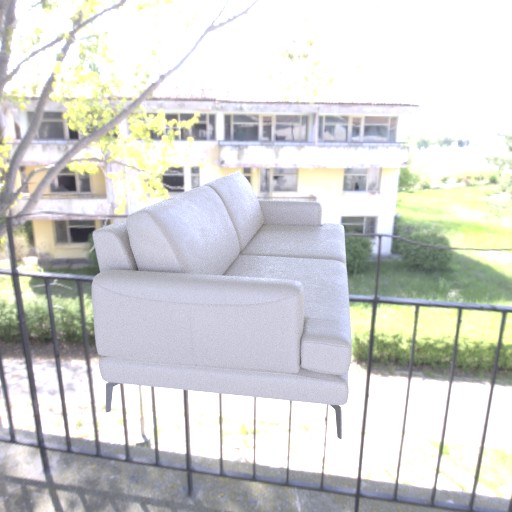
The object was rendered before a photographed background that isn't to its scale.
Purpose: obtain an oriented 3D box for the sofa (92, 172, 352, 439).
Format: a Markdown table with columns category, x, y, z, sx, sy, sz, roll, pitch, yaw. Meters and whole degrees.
| category | x | y | z | sx | sy | sz | roll | pitch | yaw |
| --- | --- | --- | --- | --- | --- | --- | --- | --- | --- |
| sofa | 0.000 | 0.000 | 2.409 | 0.974 | 0.765 | 1.940 | 3 | 16 | 10 |
